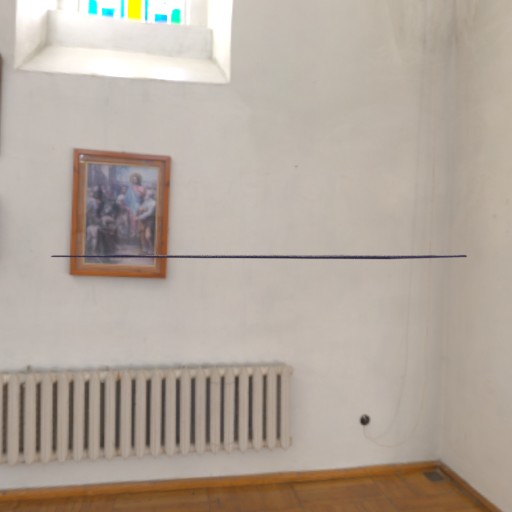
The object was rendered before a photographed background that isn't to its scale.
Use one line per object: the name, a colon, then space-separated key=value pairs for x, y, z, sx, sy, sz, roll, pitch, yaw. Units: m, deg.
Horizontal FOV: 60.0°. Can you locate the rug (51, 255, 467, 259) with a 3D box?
rug: x=0.000 y=0.000 z=2.268 sx=1.781 sy=0.012 sz=1.184 roll=0 pitch=0 yaw=35
